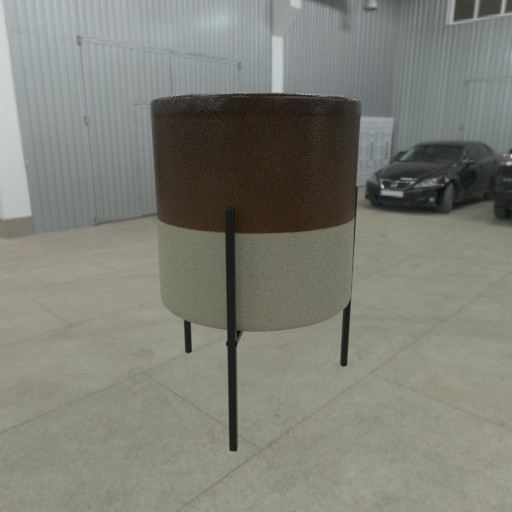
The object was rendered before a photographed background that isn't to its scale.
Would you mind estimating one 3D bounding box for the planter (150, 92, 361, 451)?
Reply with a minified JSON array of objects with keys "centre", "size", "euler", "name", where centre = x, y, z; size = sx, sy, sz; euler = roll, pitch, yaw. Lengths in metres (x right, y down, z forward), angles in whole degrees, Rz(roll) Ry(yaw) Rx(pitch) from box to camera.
[{"centre":[0.000,0.000,0.566],"size":[0.255,0.375,0.269],"euler":[2,15,8],"name":"planter"}]
